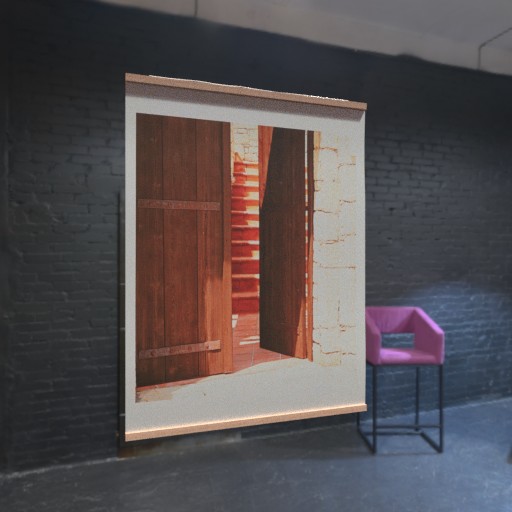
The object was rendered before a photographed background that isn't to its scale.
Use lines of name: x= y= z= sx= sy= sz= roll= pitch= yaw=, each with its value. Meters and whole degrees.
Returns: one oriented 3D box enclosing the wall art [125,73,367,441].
wall art: x=0.000 y=0.000 z=1.340 sx=0.758 sy=1.013 sz=0.020 roll=0 pitch=0 yaw=-18
